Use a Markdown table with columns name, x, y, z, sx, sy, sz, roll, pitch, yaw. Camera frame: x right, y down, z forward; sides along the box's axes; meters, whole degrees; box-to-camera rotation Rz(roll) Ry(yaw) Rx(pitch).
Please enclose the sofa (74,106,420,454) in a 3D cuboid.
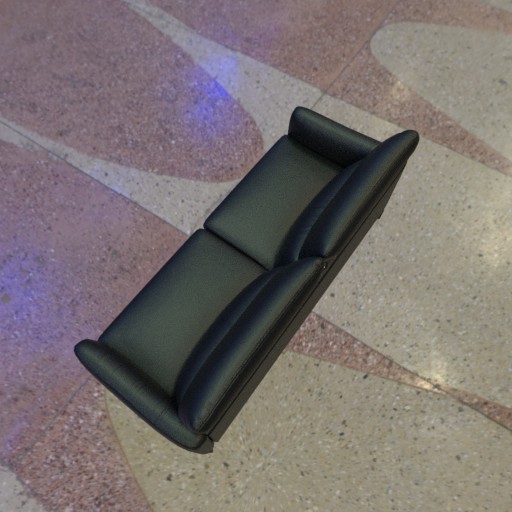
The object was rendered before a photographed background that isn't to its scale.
| name | x | y | z | sx | sy | sz | roll | pitch | yaw |
| --- | --- | --- | --- | --- | --- | --- | --- | --- | --- |
| sofa | 0.000 | 0.000 | 2.532 | 0.856 | 0.957 | 2.069 | 33 | 69 | 15 |
